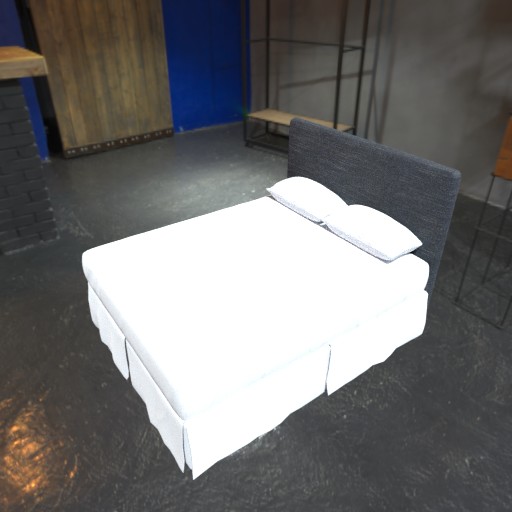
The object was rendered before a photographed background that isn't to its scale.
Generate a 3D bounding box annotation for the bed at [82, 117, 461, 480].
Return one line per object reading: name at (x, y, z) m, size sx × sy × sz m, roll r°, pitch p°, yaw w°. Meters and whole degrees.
bed at (0.000, 0.000, 3.182) m, size 2.142 × 1.330 × 1.723 m, roll -20°, pitch 37°, yaw -29°
